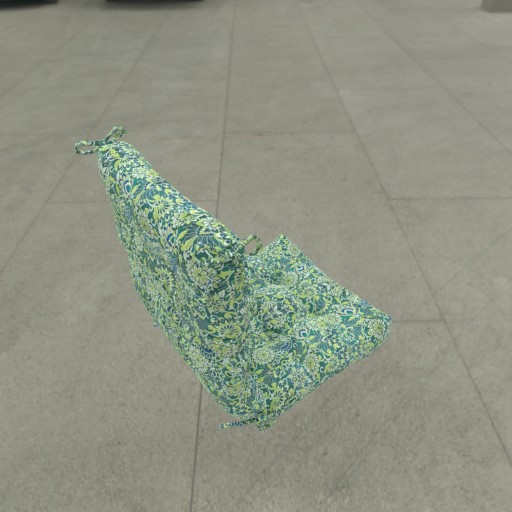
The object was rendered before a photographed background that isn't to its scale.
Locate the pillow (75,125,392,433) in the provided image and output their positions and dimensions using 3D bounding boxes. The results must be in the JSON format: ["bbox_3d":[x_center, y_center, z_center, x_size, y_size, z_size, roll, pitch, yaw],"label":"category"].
[{"bbox_3d":[0.000,0.000,1.054,0.571,0.605,0.519,-25,46,-27],"label":"pillow"}]
